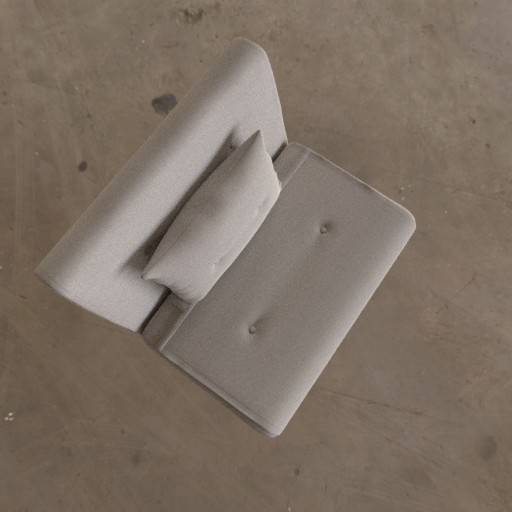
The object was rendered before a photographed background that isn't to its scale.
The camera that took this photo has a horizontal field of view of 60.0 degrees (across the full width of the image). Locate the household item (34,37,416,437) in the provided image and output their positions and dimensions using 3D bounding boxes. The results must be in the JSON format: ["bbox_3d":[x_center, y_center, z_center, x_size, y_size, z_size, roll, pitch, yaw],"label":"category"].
[{"bbox_3d":[0.000,0.000,1.639,0.874,0.800,1.000,35,78,8],"label":"household item"}]
